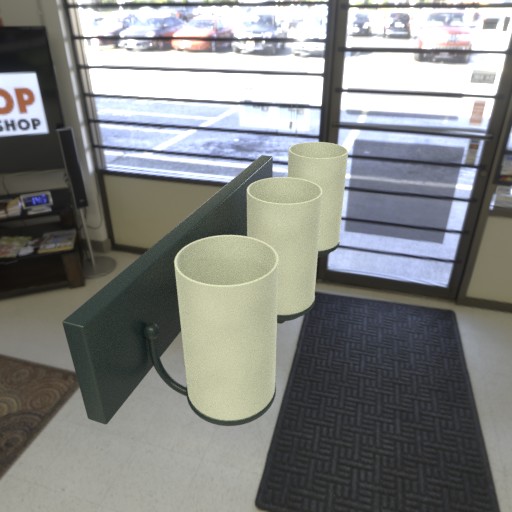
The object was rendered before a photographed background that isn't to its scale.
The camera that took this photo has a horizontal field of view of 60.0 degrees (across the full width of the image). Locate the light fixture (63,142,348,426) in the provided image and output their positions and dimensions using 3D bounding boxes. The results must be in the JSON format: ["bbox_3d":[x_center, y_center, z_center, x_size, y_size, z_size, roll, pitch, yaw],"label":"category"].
[{"bbox_3d":[0.000,0.000,0.516,0.145,0.172,0.451,10,31,17],"label":"light fixture"}]
